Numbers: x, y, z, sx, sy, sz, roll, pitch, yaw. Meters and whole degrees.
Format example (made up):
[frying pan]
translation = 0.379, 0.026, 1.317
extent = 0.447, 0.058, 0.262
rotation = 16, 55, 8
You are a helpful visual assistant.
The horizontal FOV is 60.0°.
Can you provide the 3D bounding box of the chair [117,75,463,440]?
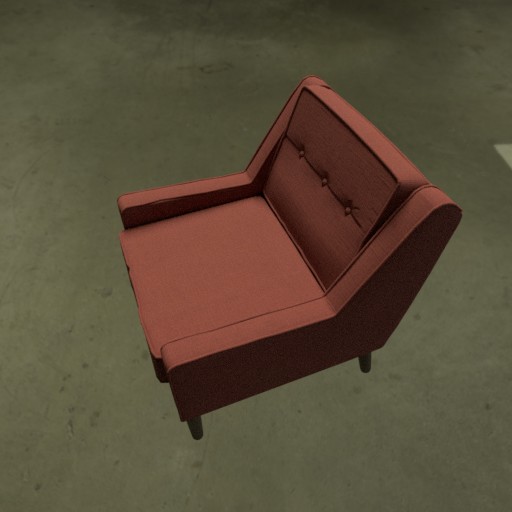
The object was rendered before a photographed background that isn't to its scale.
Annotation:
[chair]
translation = 0.000, 0.000, 1.374
extent = 0.770, 0.812, 0.680
rotation = -17, 50, -15
